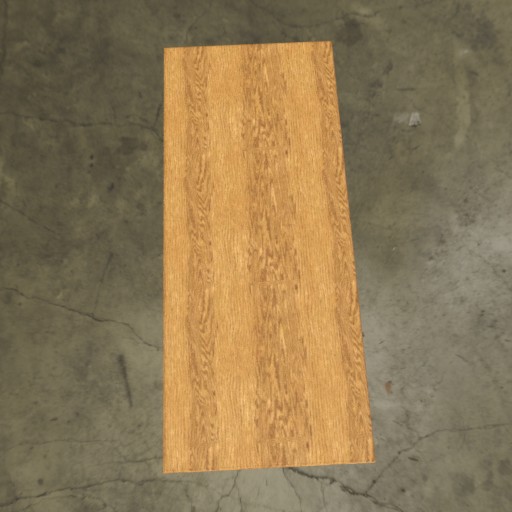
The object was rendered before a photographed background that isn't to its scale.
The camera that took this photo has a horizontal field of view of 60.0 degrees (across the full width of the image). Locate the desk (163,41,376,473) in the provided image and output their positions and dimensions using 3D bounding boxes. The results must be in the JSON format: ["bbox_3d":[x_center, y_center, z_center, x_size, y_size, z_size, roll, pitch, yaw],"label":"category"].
[{"bbox_3d":[0.000,0.000,1.950,0.685,0.751,1.567,-3,76,-1],"label":"desk"}]
